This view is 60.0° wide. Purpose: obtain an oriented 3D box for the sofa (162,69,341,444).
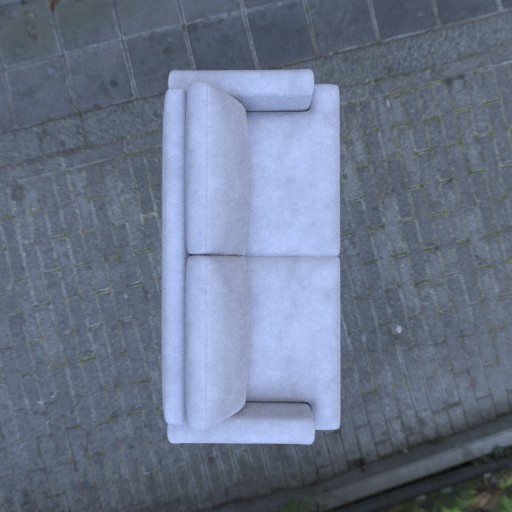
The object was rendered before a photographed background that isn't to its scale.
[{"bbox_3d":[0.000,0.000,2.510,0.980,0.830,2.013,0,89,1],"label":"sofa"}]
